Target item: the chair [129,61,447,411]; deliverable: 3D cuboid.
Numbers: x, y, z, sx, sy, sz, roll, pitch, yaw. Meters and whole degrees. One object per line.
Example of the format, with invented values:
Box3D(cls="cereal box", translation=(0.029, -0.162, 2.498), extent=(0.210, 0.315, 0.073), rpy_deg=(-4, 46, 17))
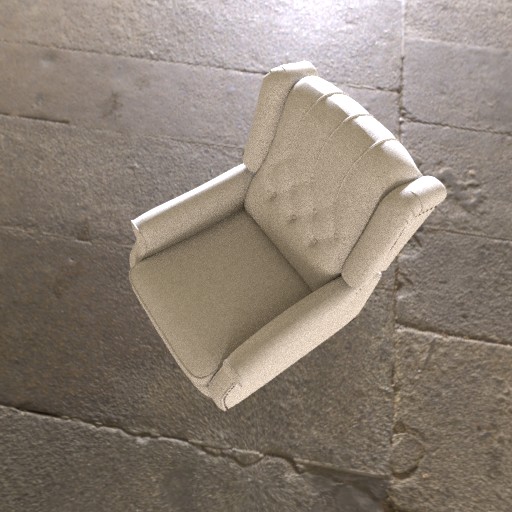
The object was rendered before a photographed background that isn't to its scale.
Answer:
Box3D(cls="chair", translation=(0.000, 0.000, 1.670), extent=(0.902, 1.035, 0.742), rpy_deg=(-32, 68, -15))
